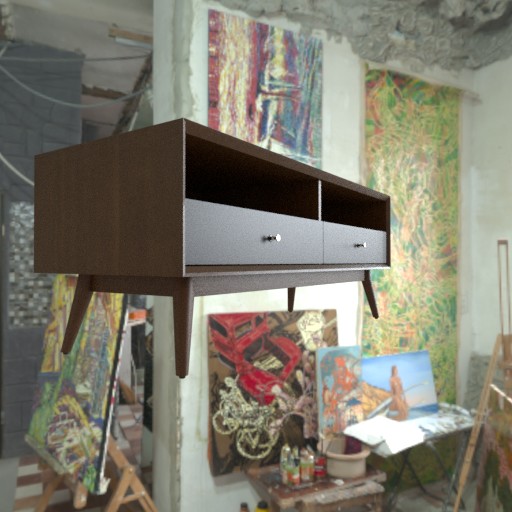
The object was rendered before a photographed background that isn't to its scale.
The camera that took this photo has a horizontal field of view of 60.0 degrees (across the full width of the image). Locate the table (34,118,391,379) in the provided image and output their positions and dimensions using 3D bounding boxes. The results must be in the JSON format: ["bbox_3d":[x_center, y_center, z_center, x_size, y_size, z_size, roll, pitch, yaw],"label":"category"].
[{"bbox_3d":[0.000,0.000,1.358,0.490,0.464,1.119,-1,-1,35],"label":"table"}]
